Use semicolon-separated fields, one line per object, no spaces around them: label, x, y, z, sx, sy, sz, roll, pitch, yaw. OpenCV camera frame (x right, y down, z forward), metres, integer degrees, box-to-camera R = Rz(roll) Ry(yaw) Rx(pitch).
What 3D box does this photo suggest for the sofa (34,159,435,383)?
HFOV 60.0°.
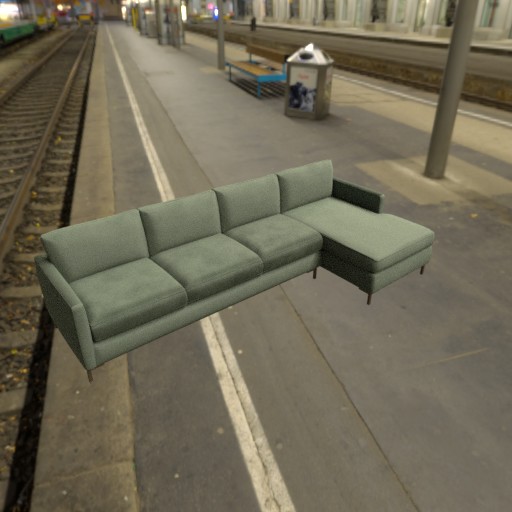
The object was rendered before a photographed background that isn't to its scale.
sofa;0.000;0.000;3.237;2.725;0.756;1.255;-21;35;-33
